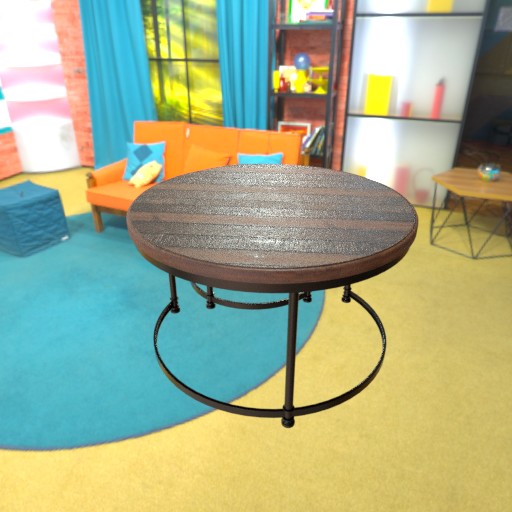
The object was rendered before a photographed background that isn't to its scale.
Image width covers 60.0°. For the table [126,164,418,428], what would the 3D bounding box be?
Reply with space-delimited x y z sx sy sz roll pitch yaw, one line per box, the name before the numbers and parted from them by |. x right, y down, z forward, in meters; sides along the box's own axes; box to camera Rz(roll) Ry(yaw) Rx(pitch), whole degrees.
table | 0.000 0.000 1.608 0.870 0.516 1.152 -9 29 -17
